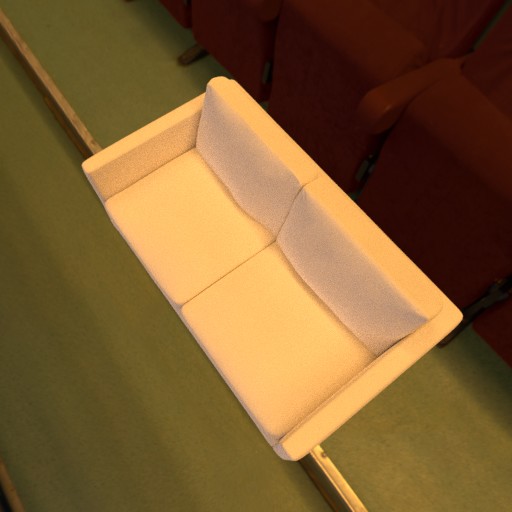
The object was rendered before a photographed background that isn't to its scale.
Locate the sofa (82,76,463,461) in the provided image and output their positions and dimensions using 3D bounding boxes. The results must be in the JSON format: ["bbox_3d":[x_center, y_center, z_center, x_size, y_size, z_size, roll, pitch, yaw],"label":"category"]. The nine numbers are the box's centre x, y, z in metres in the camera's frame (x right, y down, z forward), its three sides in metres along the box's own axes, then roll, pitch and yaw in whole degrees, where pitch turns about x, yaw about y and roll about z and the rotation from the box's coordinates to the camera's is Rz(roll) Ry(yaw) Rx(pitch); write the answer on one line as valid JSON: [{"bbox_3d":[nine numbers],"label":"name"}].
[{"bbox_3d":[0.000,0.000,2.238,0.964,0.888,1.702,-34,71,-14],"label":"sofa"}]
